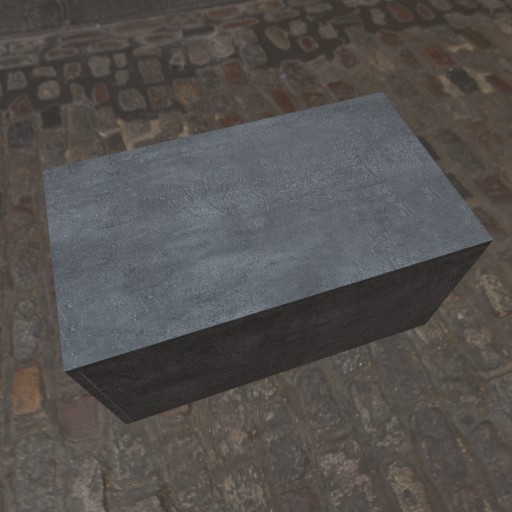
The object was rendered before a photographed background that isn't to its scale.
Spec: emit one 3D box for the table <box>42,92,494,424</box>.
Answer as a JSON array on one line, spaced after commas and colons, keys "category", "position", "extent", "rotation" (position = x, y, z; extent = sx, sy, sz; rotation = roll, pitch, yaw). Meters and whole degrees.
[{"category": "table", "position": [0.000, 0.000, 0.926], "extent": [0.700, 0.350, 0.400], "rotation": [-16, 59, -10]}]
